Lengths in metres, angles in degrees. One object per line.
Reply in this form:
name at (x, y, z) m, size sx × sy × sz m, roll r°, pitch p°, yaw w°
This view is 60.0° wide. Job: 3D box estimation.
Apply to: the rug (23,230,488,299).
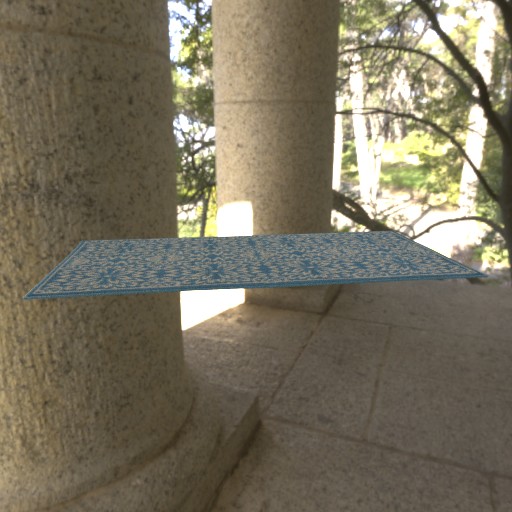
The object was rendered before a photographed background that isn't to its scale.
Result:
rug at (0.000, 0.000, 1.435) m, size 1.219 × 0.007 × 0.604 m, roll -2°, pitch 16°, yaw -8°
